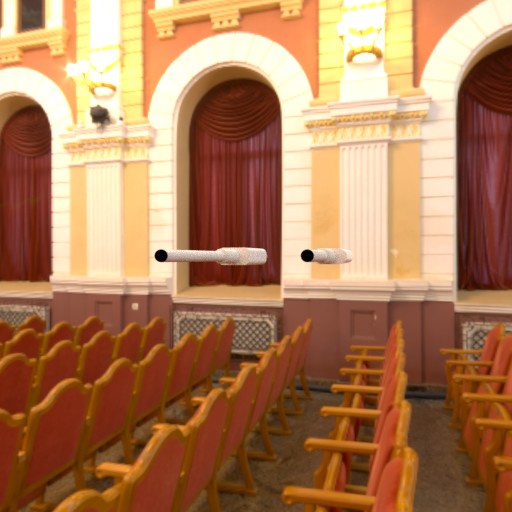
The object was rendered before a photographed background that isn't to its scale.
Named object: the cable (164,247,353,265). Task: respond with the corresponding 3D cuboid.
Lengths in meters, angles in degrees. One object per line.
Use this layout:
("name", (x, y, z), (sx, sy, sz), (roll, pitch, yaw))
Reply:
("cable", (0.000, 0.000, 0.113), (0.040, 0.006, 0.098), (0, 0, 18))
